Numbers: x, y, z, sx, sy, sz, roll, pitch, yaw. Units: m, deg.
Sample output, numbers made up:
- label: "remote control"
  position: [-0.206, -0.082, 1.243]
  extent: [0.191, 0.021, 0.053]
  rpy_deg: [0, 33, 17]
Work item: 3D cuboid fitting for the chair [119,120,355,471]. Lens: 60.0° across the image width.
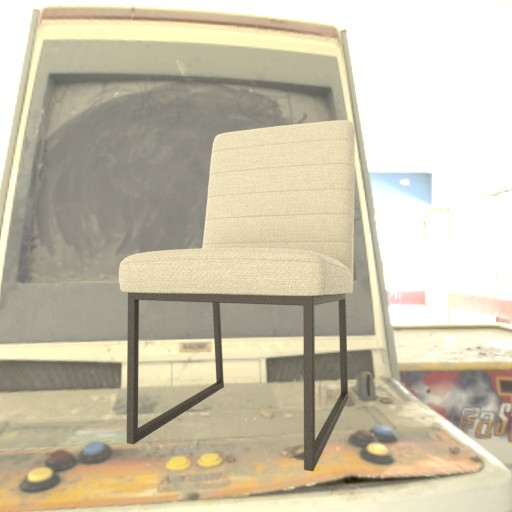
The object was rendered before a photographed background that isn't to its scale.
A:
- label: "chair"
  position: [0.000, 0.000, 1.304]
  extent: [0.520, 0.930, 0.634]
  rpy_deg: [-1, -2, 19]
